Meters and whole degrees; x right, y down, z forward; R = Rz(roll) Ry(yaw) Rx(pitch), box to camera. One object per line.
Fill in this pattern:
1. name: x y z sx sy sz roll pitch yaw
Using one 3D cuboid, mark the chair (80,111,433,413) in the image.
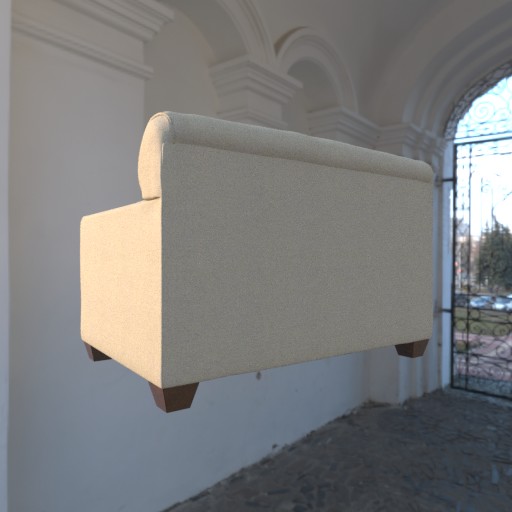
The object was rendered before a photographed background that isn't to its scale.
1. chair: 0.000 0.000 2.083 1.383 0.948 1.000 0 0 -35
